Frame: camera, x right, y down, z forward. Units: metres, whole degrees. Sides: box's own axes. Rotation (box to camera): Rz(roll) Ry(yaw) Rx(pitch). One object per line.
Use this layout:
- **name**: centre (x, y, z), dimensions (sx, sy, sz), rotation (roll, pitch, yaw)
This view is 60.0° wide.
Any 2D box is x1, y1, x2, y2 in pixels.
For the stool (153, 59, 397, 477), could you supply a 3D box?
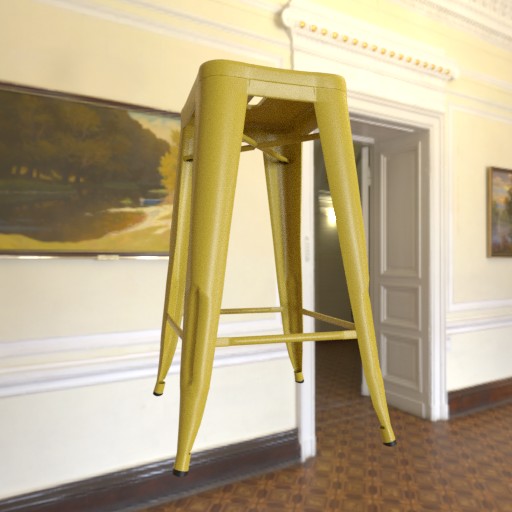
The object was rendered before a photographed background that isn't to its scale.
- **stool**: centre (0.000, 0.000, 0.844), dimensions (0.359, 0.609, 0.399), rotation (0, 0, -17)
